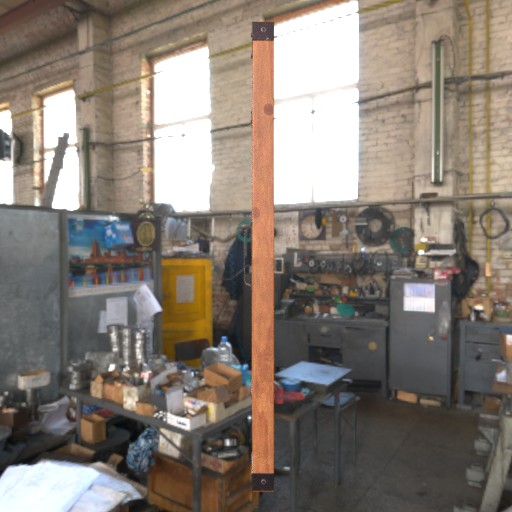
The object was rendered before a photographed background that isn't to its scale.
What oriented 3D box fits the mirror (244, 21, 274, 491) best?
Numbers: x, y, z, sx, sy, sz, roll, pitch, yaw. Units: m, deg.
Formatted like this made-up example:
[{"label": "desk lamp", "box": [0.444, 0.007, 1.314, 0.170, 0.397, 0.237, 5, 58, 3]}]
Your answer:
[{"label": "mirror", "box": [0.000, 0.000, 0.972, 0.053, 0.761, 0.517, 0, 1, -1]}]
